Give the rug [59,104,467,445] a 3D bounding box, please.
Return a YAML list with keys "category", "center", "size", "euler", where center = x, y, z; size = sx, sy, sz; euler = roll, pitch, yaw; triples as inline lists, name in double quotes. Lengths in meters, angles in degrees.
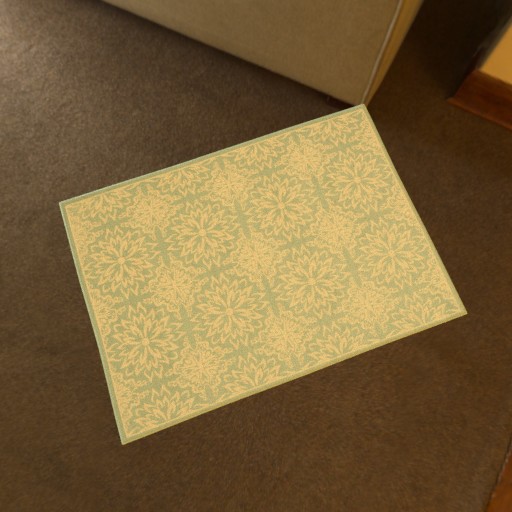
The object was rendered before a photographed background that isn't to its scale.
- category: "rug"
  center: [0.000, 0.000, 2.839]
  size: [2.205, 0.014, 1.589]
  euler: [-19, 75, -5]
